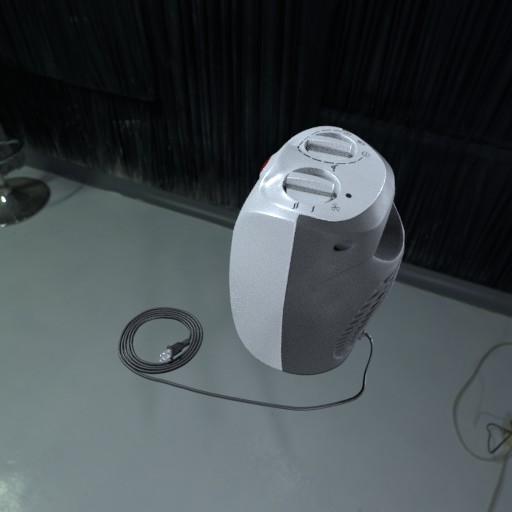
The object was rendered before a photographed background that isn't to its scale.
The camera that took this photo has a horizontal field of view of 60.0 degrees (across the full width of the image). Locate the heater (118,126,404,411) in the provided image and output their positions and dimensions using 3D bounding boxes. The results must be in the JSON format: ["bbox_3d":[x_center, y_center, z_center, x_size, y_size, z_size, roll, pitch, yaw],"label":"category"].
[{"bbox_3d":[0.000,0.000,0.468,0.291,0.240,0.239,16,49,15],"label":"heater"}]
